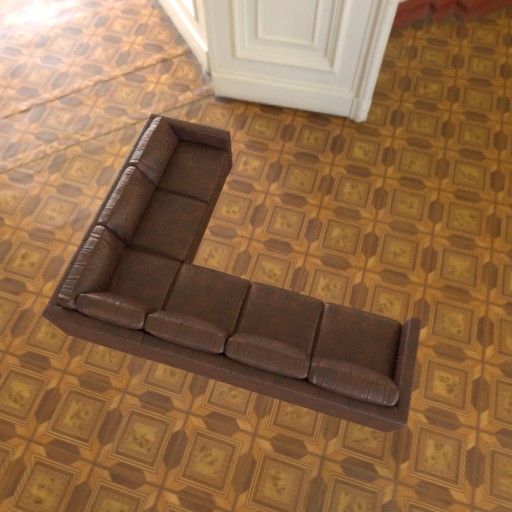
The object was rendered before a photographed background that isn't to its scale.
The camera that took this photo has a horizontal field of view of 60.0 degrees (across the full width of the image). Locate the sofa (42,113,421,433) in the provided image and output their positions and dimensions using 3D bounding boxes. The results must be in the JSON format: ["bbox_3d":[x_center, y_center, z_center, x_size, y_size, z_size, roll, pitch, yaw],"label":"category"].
[{"bbox_3d":[0.000,0.000,4.372,3.152,0.836,2.438,15,64,7],"label":"sofa"}]
